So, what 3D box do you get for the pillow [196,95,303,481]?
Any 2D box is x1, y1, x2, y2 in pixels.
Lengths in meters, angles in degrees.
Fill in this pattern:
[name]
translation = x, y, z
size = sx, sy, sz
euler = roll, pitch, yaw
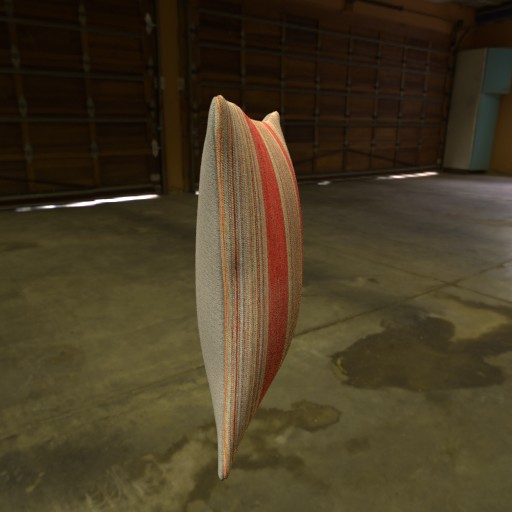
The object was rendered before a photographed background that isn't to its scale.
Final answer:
[pillow]
translation = 0.000, 0.000, 0.650
size = 0.136, 0.419, 0.437
euler = 3, 16, 9
